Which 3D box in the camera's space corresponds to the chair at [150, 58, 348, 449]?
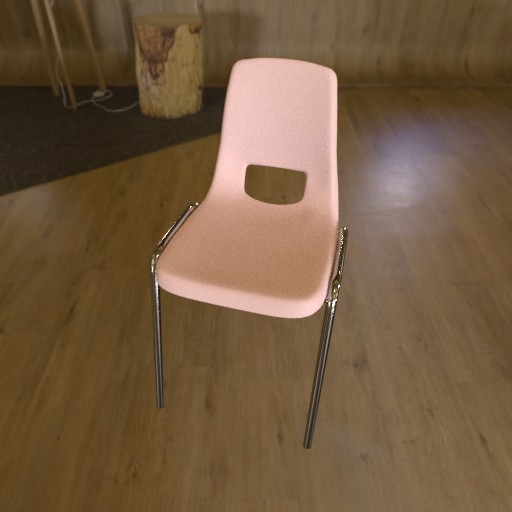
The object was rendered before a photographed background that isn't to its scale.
[{"bbox_3d":[0.000,0.000,0.966,0.381,0.704,0.436,10,41,12],"label":"chair"}]
